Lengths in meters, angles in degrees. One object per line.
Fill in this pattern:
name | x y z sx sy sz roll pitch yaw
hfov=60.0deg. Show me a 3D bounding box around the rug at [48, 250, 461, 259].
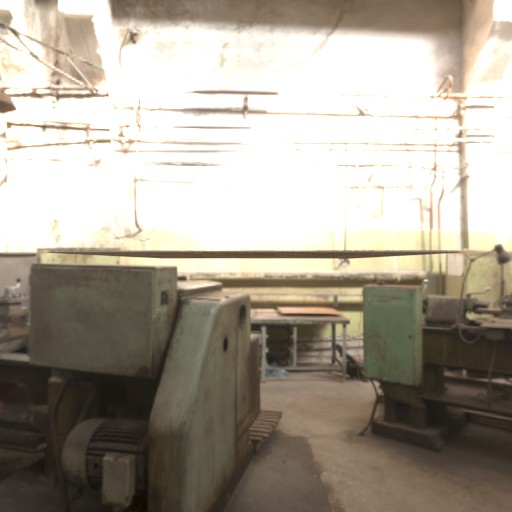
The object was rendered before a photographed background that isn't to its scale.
rug | 0.000 0.000 4.095 2.423 0.014 3.040 0 -1 1
